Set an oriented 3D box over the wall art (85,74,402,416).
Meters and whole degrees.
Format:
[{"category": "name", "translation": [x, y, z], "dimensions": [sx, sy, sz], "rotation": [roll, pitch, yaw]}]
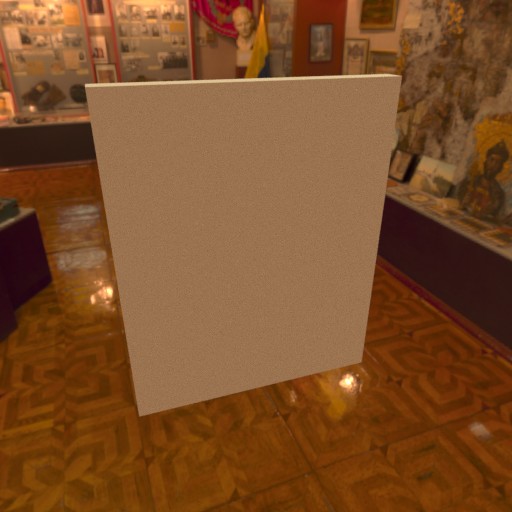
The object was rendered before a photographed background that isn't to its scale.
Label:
[{"category": "wall art", "translation": [0.000, 0.000, 0.745], "dimensions": [0.451, 0.553, 0.039], "rotation": [-9, 28, -17]}]
